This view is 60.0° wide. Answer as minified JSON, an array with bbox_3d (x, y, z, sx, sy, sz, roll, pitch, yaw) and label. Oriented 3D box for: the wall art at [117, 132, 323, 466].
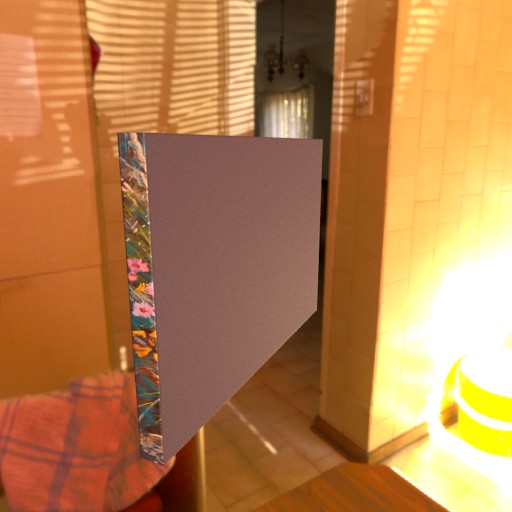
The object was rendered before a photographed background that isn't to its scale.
[{"bbox_3d":[0.000,0.000,0.784,0.037,0.406,0.610,7,16,25],"label":"wall art"}]
